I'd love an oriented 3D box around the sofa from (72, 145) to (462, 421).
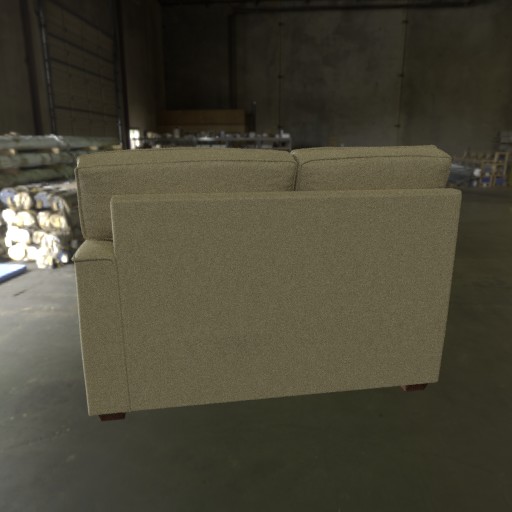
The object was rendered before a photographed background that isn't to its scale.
[{"bbox_3d":[0.000,0.000,2.026,1.388,0.989,0.991,-2,15,-9],"label":"sofa"}]
